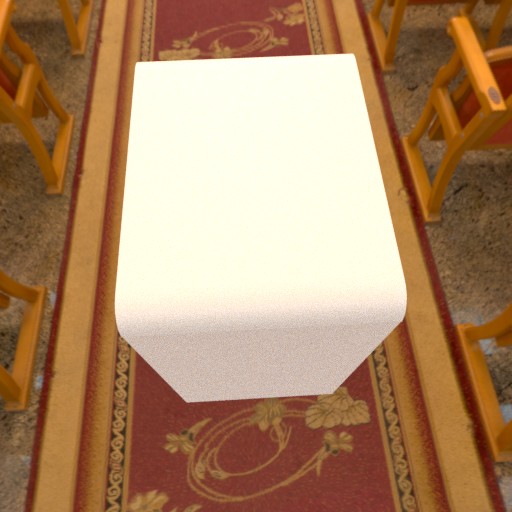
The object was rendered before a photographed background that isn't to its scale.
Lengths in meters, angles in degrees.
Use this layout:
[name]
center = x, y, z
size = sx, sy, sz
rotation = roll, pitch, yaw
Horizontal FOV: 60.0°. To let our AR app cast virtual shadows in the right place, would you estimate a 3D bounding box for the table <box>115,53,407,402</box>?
[table]
center = 0.000, 0.000, 0.867
size = 0.350, 0.590, 0.450
rotation = -3, 64, -1
